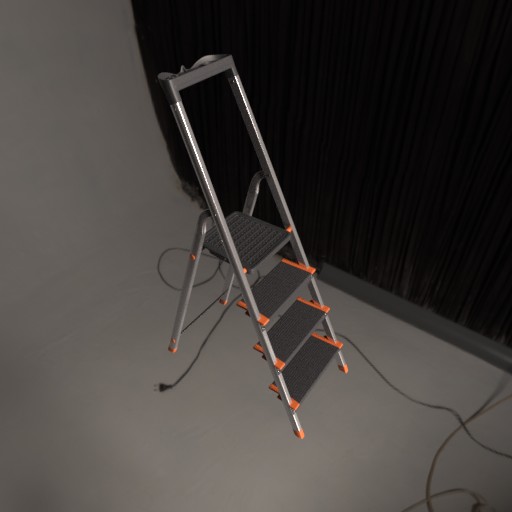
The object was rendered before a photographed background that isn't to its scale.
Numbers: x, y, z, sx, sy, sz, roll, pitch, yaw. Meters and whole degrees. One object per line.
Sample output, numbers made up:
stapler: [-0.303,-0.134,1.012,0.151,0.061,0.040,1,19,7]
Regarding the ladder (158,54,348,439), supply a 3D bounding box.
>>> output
ladder: [0.000,0.000,1.831,0.834,1.429,0.452,26,47,26]
